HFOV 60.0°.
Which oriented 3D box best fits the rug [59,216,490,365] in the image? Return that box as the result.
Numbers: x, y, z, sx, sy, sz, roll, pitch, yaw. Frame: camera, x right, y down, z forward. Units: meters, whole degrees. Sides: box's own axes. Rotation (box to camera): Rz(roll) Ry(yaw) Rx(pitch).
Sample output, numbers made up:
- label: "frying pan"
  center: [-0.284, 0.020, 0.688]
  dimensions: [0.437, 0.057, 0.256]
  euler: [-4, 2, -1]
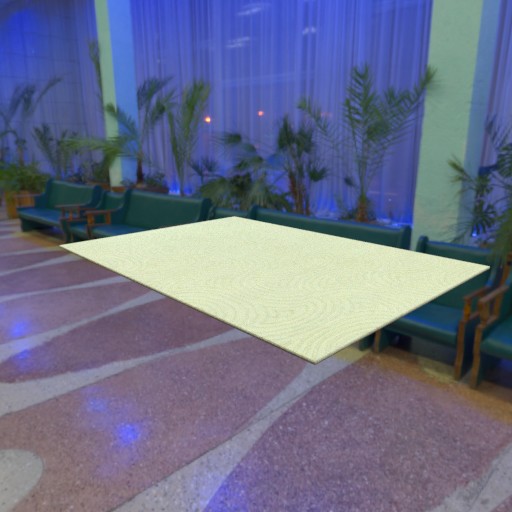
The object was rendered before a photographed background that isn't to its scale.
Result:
- label: "rug"
  center: [0.000, 0.000, 2.669]
  dimensions: [1.526, 0.015, 2.132]
  euler: [-14, 21, -42]
